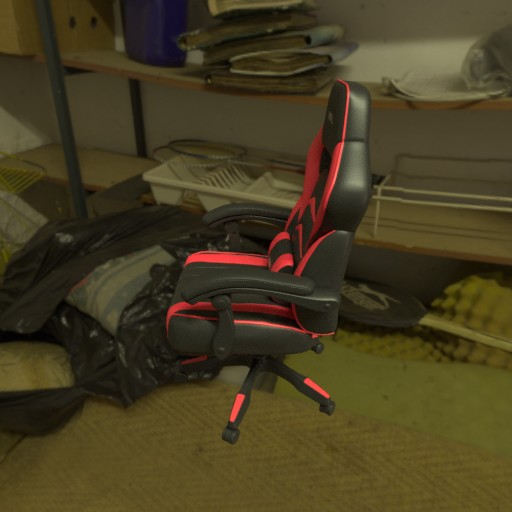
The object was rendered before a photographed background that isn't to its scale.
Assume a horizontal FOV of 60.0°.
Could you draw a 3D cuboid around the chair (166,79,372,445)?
[{"bbox_3d":[0.000,0.000,1.659,0.700,1.220,0.700,0,27,0],"label":"chair"}]
